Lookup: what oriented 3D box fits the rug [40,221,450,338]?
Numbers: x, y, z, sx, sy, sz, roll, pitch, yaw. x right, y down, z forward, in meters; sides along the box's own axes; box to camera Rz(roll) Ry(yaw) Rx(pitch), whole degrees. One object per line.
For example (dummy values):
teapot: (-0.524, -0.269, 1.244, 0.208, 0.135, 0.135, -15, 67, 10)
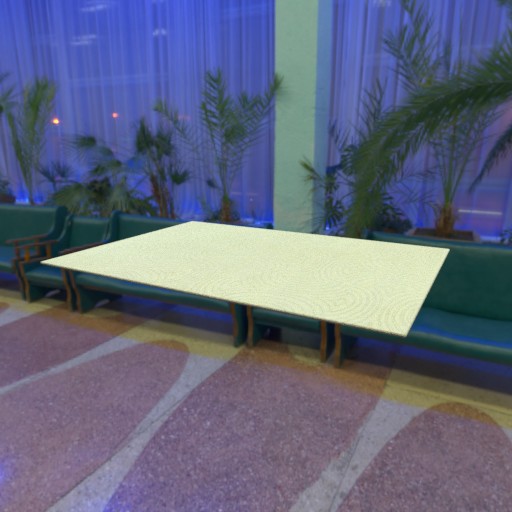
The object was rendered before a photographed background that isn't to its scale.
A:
rug: (0.000, 0.000, 2.824, 2.132, 0.015, 1.526, 8, 17, 28)
